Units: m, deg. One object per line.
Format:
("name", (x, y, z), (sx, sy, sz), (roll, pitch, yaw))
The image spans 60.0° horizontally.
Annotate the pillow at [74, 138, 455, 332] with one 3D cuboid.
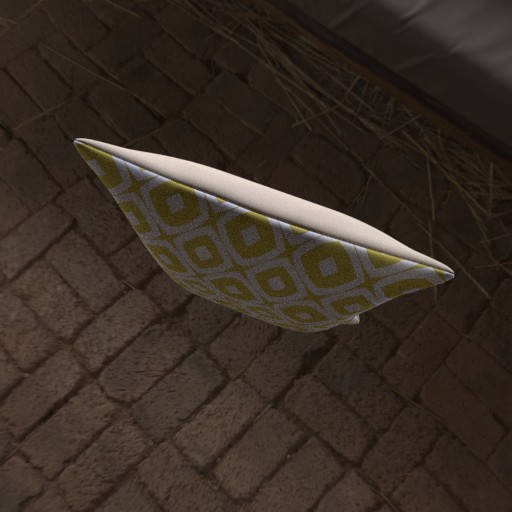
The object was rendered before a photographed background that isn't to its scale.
("pillow", (0.000, 0.000, 0.784), (0.504, 0.494, 0.188), (20, 76, 5))
